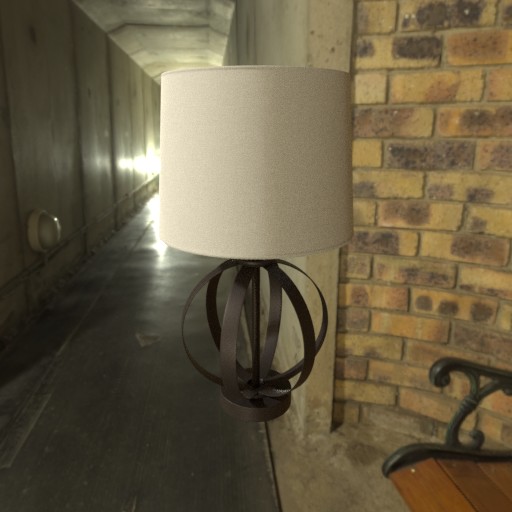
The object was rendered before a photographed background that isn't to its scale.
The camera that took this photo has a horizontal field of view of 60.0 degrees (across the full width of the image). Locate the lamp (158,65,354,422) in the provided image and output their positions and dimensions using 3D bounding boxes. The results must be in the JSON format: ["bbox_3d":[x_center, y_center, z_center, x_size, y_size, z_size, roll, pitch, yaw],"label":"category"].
[{"bbox_3d":[0.000,0.000,0.676,0.286,0.510,0.286,0,17,0],"label":"lamp"}]
